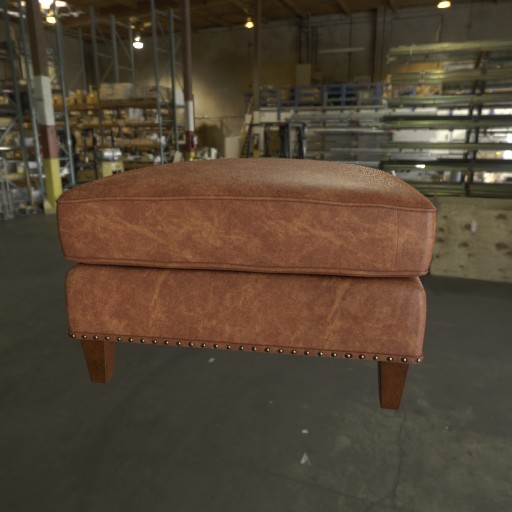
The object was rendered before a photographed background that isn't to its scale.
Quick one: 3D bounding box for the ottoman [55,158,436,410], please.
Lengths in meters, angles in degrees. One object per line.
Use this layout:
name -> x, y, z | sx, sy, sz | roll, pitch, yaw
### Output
ottoman -> 0.000, 0.000, 1.133 | 0.742, 0.486, 0.586 | 2, 15, 9
